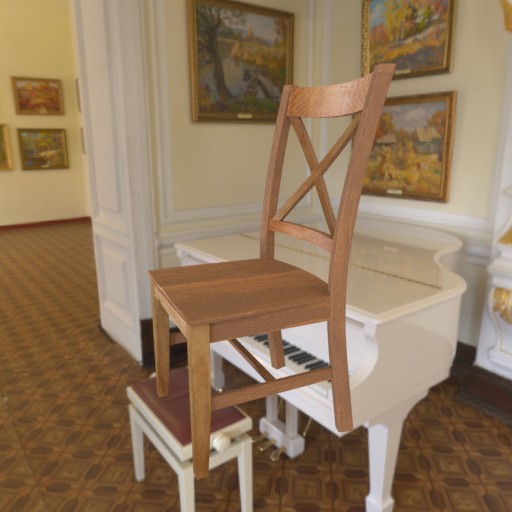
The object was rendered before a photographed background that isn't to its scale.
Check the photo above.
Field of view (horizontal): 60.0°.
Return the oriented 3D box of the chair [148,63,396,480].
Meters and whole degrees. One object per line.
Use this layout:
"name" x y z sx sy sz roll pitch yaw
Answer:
"chair" 0.000 0.000 1.265 0.542 0.983 0.485 -7 16 -24
